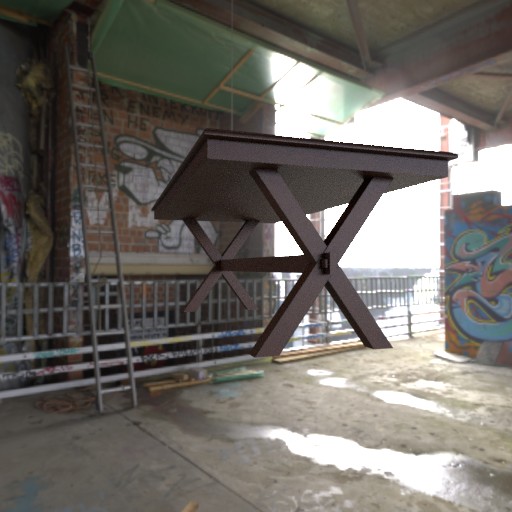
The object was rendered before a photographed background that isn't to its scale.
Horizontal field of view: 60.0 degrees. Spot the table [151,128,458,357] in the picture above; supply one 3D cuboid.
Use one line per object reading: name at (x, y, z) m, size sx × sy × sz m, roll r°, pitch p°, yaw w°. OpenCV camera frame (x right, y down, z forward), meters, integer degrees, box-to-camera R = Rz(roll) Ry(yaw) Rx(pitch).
table at (0.000, 0.000, 1.496) m, size 0.594 × 0.459 × 1.197 m, roll 0°, pitch -2°, yaw -18°
